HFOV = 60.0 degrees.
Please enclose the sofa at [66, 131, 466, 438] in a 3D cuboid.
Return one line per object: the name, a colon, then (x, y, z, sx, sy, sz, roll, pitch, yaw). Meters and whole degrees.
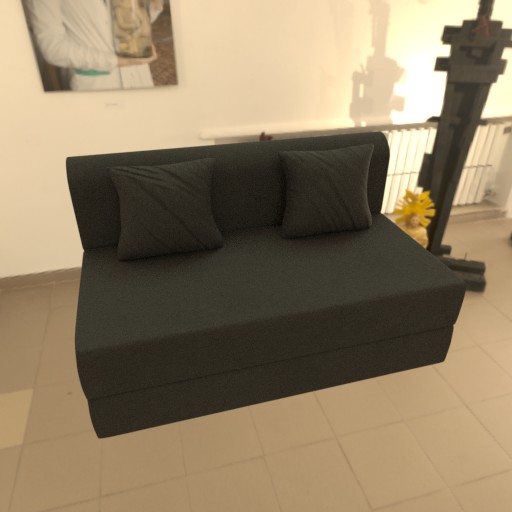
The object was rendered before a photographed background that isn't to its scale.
sofa: (0.000, 0.000, 1.614, 1.225, 0.670, 0.762, -8, 32, -13)
